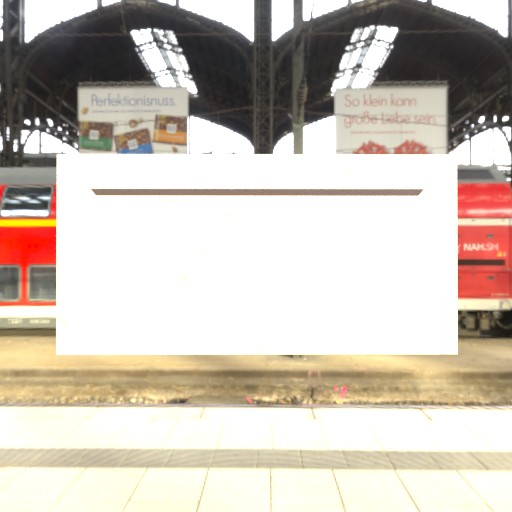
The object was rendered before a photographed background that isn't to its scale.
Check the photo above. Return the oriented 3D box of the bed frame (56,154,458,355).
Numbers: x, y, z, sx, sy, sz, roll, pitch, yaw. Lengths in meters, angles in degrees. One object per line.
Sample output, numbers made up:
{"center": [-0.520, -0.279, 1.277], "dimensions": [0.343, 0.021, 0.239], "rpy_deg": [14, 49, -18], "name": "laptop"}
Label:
{"center": [0.000, 0.000, 3.028], "dimensions": [1.800, 0.900, 2.080], "rpy_deg": [0, 0, 0], "name": "bed frame"}
